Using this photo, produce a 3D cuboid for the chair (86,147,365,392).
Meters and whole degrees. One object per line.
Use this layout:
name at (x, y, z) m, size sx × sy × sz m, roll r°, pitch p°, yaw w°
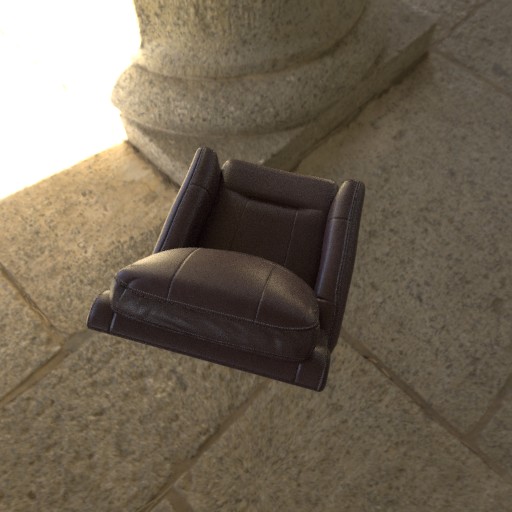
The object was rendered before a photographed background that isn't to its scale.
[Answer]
chair at (0.000, 0.000, 1.791) m, size 0.829 × 1.030 × 1.080 m, roll 14°, pitch 64°, yaw 7°
